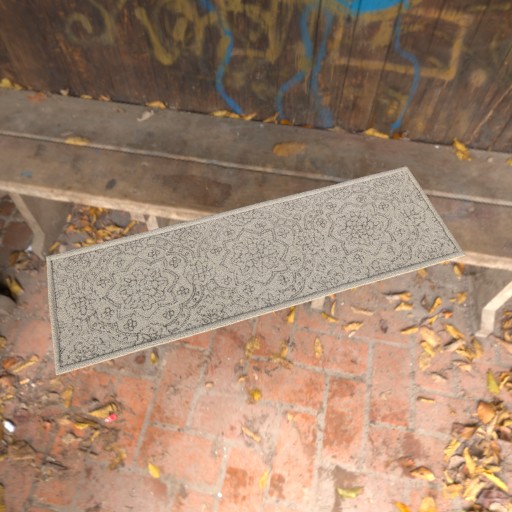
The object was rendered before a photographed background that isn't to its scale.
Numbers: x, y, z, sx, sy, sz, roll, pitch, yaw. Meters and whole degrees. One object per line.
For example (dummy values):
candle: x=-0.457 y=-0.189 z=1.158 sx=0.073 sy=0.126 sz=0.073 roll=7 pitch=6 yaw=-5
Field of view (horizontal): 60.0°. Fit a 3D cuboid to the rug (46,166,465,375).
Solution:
rug: x=0.000 y=0.000 z=2.702 sx=2.448 sy=0.012 sz=0.769 roll=-15 pitch=60 yaw=-9
